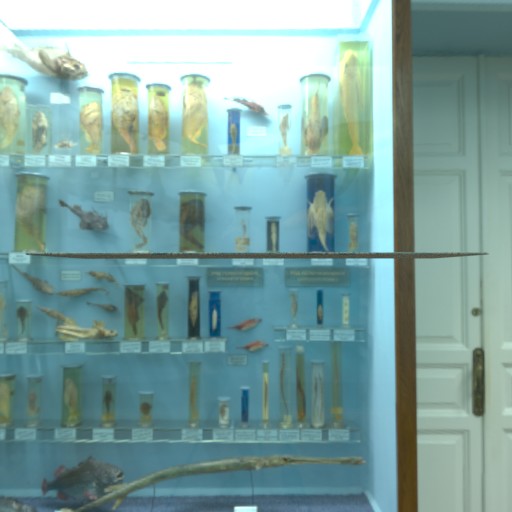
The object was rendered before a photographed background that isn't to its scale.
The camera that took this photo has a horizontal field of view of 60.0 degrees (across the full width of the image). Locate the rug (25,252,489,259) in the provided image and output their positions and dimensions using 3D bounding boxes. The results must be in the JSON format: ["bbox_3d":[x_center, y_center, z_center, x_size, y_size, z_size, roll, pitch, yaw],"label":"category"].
[{"bbox_3d":[0.000,0.000,2.725,2.452,0.012,0.775,0,-2,1],"label":"rug"}]
